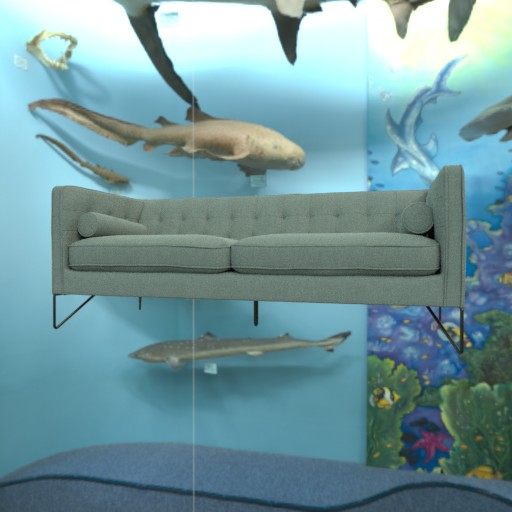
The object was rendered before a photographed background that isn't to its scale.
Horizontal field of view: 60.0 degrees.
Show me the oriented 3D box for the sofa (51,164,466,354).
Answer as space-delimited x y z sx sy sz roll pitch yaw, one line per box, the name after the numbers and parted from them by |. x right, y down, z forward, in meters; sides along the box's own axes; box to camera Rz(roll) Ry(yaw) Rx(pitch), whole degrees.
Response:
0.000 0.000 2.527 2.079 0.798 0.912 0 0 17 | sofa
